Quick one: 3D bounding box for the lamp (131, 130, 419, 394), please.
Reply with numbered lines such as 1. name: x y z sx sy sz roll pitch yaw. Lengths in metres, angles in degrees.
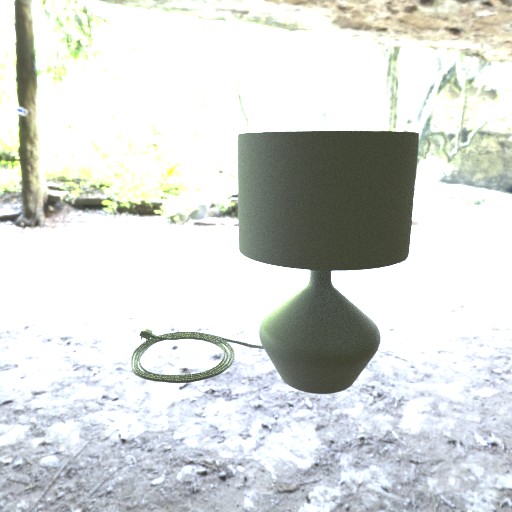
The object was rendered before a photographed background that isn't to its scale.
1. lamp: 0.000 0.000 0.866 0.546 0.457 0.401 13 18 42
